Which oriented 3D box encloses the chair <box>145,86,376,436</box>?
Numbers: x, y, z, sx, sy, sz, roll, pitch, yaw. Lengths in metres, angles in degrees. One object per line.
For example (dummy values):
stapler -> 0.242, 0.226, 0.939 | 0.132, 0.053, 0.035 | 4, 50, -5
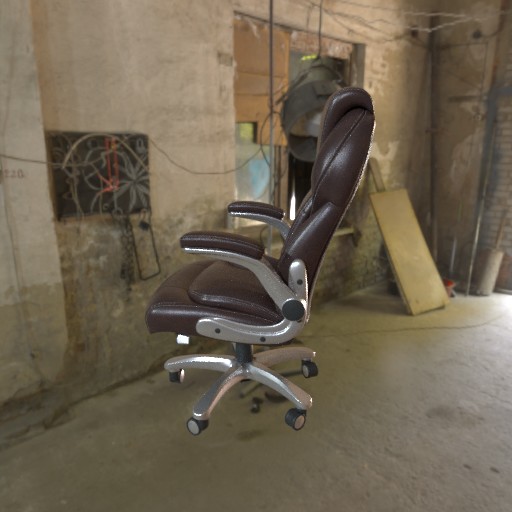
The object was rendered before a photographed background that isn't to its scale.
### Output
chair -> 0.000, 0.000, 1.661 | 0.774, 1.160, 0.733 | 2, 15, 9
